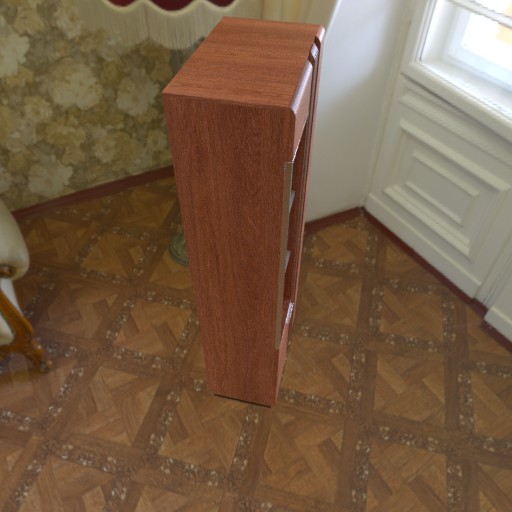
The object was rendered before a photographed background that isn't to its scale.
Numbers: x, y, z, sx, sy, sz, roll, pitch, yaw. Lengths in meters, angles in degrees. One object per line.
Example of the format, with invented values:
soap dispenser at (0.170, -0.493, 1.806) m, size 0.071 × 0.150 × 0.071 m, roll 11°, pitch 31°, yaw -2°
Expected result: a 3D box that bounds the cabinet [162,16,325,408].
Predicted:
cabinet at (0.000, 0.000, 2.220) m, size 0.420 × 1.980 × 0.660 m, roll 10°, pitch 47°, yaw 9°
